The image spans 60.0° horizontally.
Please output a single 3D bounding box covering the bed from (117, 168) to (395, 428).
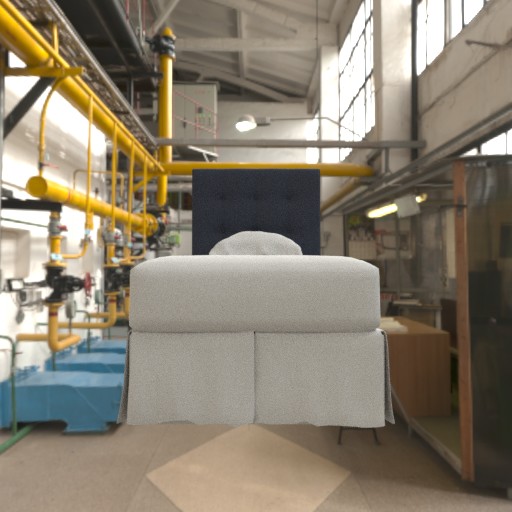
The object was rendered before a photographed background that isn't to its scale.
[{"bbox_3d":[0.000,0.000,2.974,1.261,1.571,1.997,0,-1,0],"label":"bed"}]
